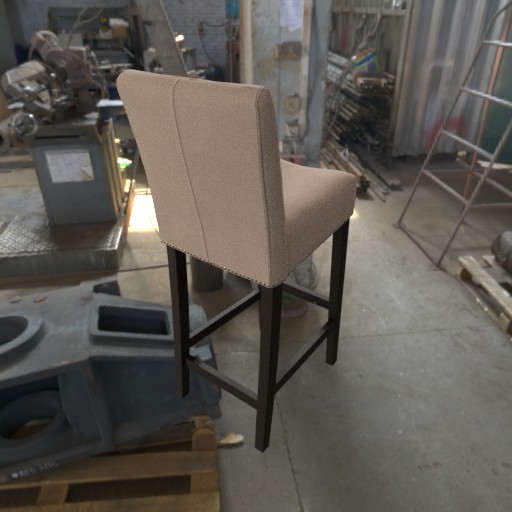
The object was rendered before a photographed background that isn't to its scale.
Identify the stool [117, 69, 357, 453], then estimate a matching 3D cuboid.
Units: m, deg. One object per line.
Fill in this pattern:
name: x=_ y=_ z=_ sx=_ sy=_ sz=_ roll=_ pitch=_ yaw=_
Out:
stool: x=0.000 y=0.000 z=1.315 sx=0.411 sy=1.047 sz=0.548 roll=21 pitch=36 yaw=32
